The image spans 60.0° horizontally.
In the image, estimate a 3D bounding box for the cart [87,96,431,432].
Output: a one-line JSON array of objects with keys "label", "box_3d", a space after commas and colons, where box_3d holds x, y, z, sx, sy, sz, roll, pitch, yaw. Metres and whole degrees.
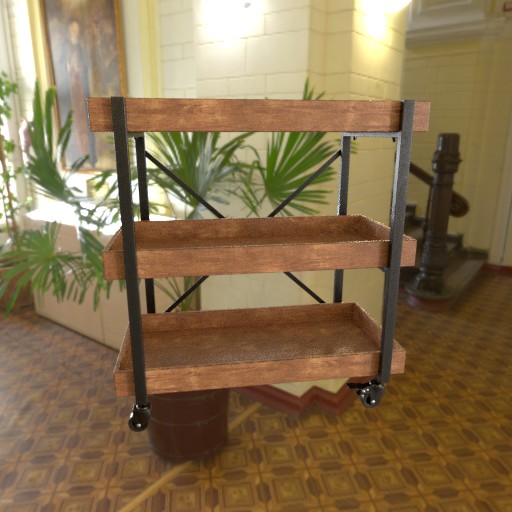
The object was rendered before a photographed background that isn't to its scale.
[{"label": "cart", "box_3d": [0.000, 0.000, 1.234, 0.750, 0.800, 0.411, -2, 16, -8]}]
